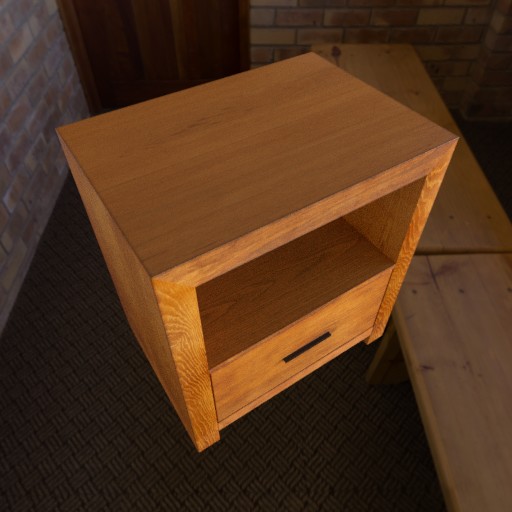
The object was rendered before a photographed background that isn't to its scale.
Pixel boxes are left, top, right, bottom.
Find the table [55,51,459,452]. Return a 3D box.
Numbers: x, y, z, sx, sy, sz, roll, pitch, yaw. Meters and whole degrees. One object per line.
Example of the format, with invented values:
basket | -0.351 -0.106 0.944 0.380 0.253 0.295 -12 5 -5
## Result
table | 0.000 0.000 0.961 0.550 0.605 0.400 -26 53 -22
